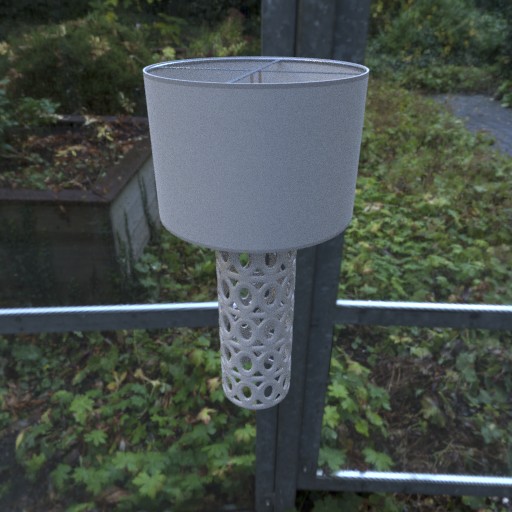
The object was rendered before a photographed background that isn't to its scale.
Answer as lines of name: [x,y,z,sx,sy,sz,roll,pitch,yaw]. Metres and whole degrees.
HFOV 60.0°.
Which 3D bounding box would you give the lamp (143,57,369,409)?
lamp: [0.000,0.000,0.807,0.324,0.636,0.325,7,30,13]
